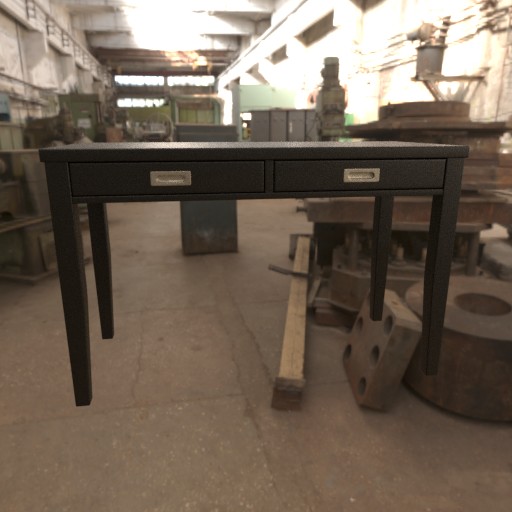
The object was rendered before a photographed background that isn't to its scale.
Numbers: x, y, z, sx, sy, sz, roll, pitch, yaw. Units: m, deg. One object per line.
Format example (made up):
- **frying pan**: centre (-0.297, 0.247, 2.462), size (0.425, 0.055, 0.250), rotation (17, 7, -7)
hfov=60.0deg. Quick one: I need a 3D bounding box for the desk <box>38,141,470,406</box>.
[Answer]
- **desk**: centre (0.000, 0.000, 1.583), size (1.220, 0.775, 0.508), rotation (-2, 16, -8)
